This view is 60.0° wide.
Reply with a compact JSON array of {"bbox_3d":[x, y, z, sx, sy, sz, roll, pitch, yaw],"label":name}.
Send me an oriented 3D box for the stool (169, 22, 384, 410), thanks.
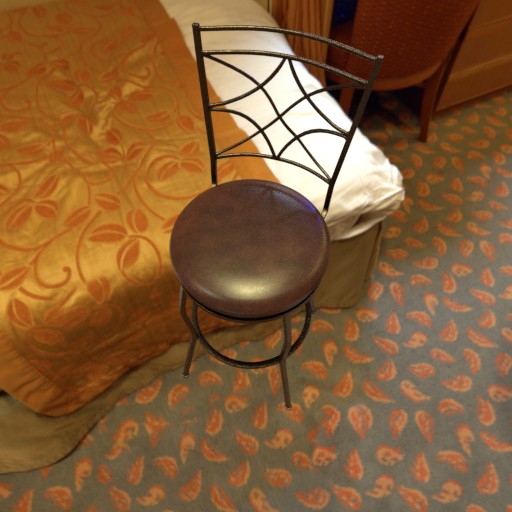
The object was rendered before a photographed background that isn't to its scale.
[{"bbox_3d":[0.000,0.000,1.328,0.434,1.117,0.534,15,58,9],"label":"stool"}]
